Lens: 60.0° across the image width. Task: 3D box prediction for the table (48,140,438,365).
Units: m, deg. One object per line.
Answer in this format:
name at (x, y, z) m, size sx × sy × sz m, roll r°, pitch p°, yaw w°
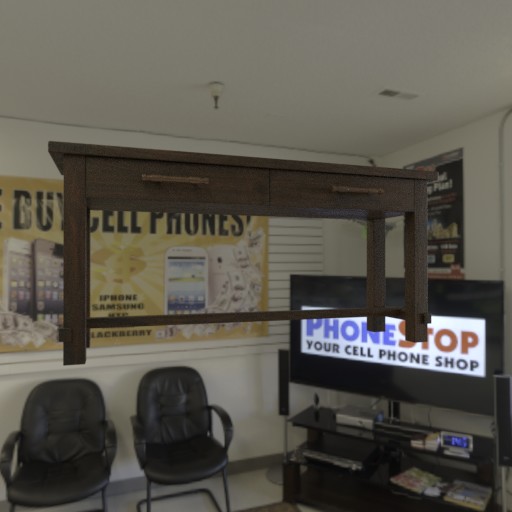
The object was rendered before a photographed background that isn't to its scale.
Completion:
table at (0.000, 0.000, 1.914) m, size 1.599 × 0.762 × 0.442 m, roll 0°, pitch -1°, yaw -18°
